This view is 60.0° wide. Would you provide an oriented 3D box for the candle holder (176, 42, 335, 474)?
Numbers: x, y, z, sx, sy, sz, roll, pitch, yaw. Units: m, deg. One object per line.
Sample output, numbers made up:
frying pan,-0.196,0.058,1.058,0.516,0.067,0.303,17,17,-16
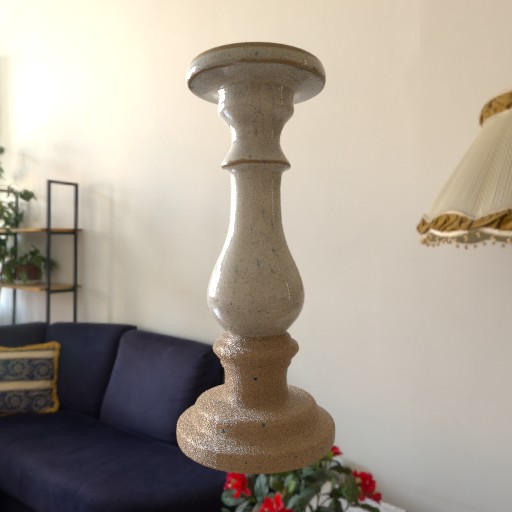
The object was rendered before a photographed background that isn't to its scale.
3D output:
candle holder,0.000,0.000,0.246,0.088,0.203,0.088,0,2,0
